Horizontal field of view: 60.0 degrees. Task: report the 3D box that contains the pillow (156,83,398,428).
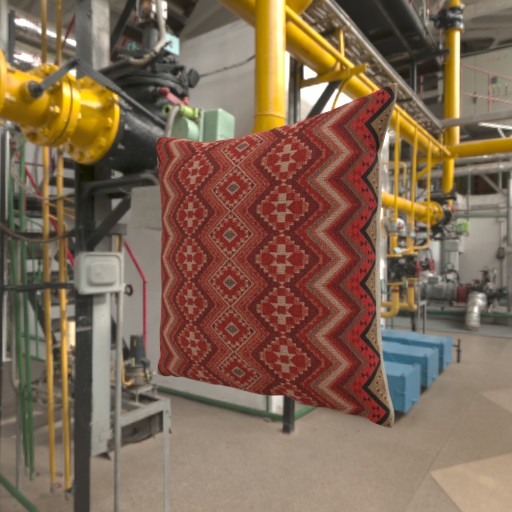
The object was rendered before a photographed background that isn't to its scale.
[{"bbox_3d":[0.000,0.000,0.803,0.513,0.511,0.158,0,1,35],"label":"pillow"}]
